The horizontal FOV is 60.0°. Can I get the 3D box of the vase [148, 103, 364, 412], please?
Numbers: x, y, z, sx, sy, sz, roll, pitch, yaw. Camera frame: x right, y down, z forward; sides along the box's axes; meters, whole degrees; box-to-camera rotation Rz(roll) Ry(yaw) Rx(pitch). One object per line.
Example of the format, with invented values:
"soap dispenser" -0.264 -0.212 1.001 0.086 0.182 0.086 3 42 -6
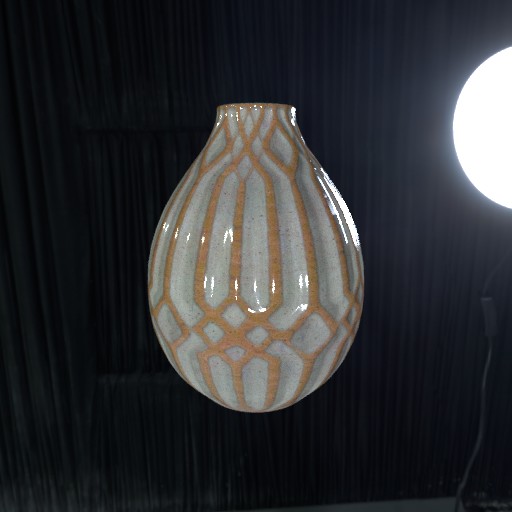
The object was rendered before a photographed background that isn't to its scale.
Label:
"vase" 0.000 0.000 0.272 0.131 0.175 0.131 0 14 0
